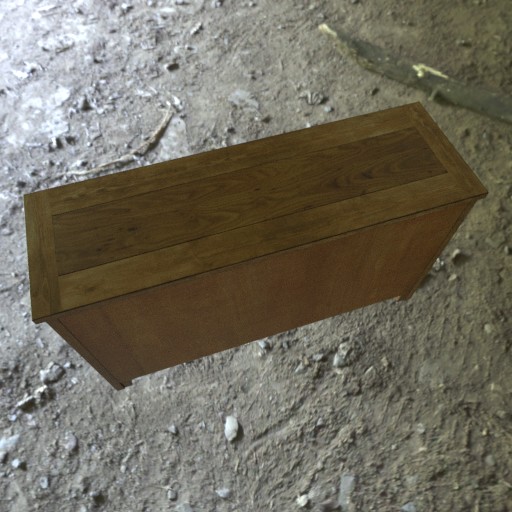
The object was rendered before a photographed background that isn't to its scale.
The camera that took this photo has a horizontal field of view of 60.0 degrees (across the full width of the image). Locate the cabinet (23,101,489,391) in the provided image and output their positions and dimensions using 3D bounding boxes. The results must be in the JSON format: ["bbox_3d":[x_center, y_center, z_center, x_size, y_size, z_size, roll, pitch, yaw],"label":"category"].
[{"bbox_3d":[0.000,0.000,1.820,1.474,0.813,0.480,-16,60,-9],"label":"cabinet"}]
